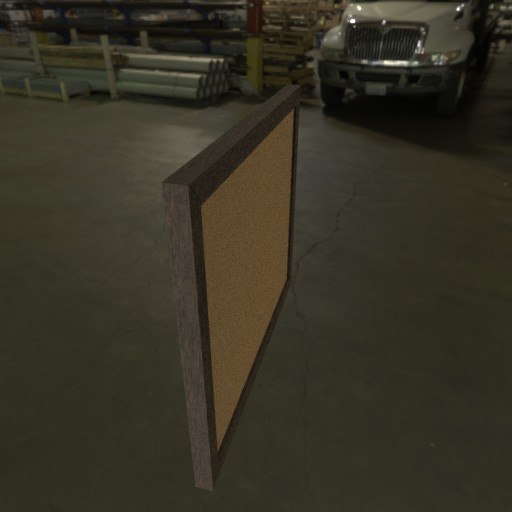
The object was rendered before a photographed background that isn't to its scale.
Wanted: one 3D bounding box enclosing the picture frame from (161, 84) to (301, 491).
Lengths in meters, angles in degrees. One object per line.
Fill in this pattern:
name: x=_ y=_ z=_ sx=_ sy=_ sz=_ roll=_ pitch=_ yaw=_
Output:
picture frame: x=0.000 y=0.000 z=0.739 sx=0.026 sy=0.455 sz=0.546 roll=8 pitch=31 yaw=13
